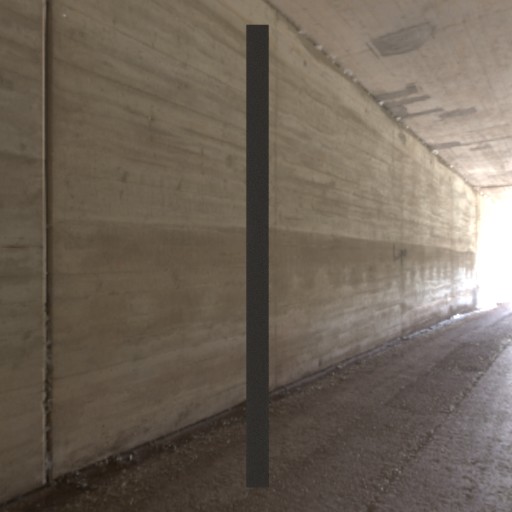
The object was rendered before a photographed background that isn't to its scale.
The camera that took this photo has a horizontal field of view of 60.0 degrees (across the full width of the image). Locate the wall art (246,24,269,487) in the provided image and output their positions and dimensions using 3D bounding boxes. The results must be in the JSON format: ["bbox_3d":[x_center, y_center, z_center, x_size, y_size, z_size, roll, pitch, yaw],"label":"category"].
[{"bbox_3d":[0.000,0.000,1.108,0.037,0.760,0.762,0,0,0],"label":"wall art"}]
